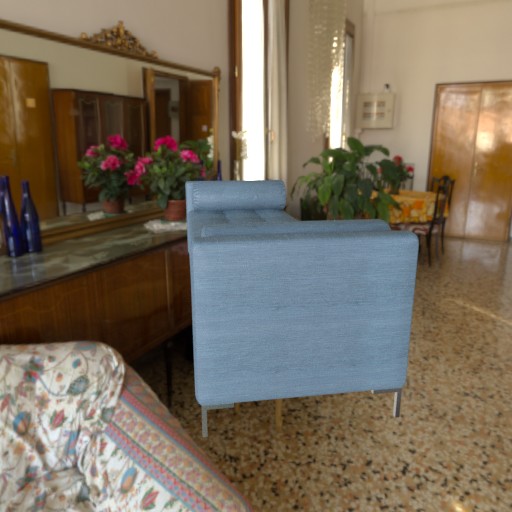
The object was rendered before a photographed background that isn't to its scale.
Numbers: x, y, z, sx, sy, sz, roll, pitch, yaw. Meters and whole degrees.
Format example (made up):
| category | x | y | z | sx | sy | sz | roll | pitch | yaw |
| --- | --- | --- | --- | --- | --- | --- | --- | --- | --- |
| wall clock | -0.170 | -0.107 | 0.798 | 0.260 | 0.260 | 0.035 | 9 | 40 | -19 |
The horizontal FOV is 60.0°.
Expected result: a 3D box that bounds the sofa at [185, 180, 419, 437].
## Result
| category | x | y | z | sx | sy | sz | roll | pitch | yaw |
| --- | --- | --- | --- | --- | --- | --- | --- | --- | --- |
| sofa | 0.000 | 0.000 | 2.288 | 0.686 | 0.635 | 1.981 | -2 | 15 | -9 |
